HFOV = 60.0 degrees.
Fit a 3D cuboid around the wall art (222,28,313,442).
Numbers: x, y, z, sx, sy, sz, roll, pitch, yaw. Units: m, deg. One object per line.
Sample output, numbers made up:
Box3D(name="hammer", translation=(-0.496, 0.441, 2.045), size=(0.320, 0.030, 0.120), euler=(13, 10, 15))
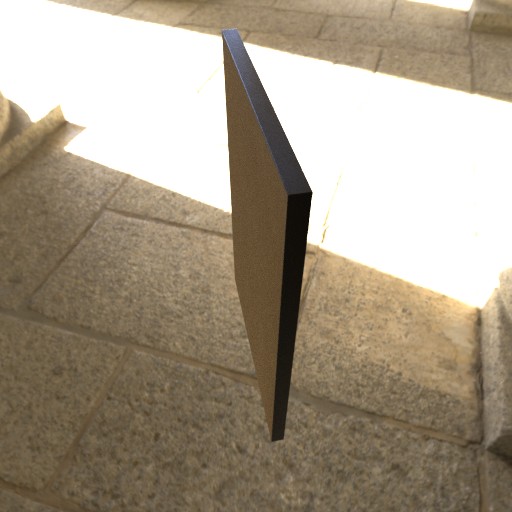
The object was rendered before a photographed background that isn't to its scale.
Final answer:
Box3D(name="wall art", translation=(0.000, 0.000, 0.583), size=(0.019, 0.455, 0.314), euler=(-8, 47, -8))
